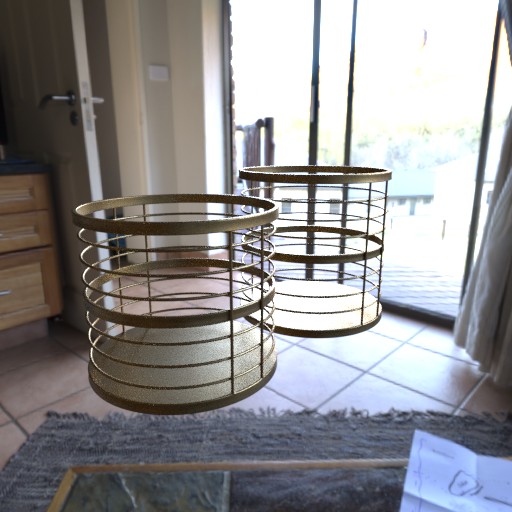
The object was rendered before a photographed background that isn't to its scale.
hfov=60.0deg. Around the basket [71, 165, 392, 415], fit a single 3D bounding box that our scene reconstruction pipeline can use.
[{"bbox_3d":[0.000,0.000,0.954,0.356,0.351,0.746,14,20,43],"label":"basket"}]
